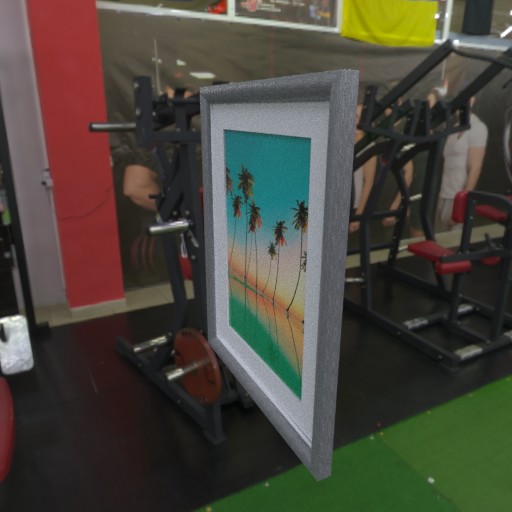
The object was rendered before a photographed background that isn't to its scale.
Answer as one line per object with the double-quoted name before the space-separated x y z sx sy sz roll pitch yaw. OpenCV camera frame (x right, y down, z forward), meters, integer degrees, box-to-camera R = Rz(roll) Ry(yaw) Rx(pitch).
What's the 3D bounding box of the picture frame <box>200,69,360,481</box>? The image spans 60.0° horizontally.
"picture frame" 0.000 0.000 0.761 0.029 0.559 0.454 -9 20 -25
